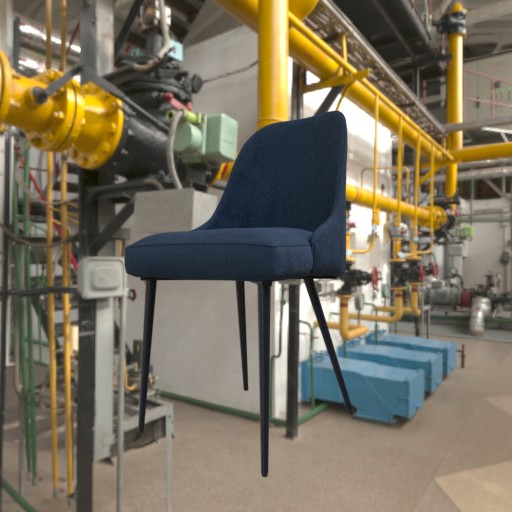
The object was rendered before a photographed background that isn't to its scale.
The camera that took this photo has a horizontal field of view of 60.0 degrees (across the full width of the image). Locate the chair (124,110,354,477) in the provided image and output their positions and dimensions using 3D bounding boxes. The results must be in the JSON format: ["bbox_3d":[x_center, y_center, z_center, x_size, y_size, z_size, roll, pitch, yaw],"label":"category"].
[{"bbox_3d":[0.000,0.000,1.214,0.478,0.896,0.559,0,0,36],"label":"chair"}]
